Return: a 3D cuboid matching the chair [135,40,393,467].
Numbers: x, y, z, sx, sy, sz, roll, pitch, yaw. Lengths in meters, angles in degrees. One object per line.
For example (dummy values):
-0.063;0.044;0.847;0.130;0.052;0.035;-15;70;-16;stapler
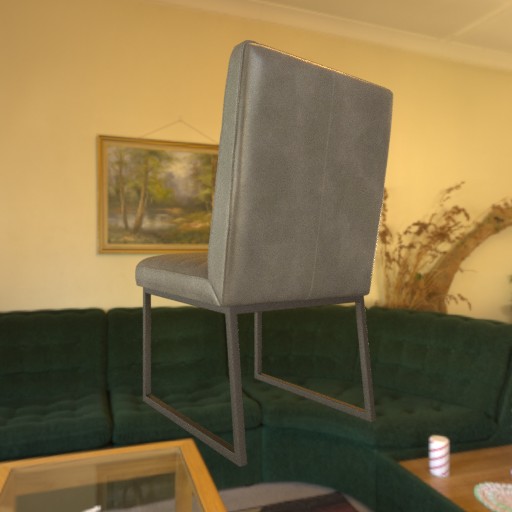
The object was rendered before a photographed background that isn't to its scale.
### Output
0.000;0.000;1.318;0.520;0.930;0.634;0;0;-36;chair
